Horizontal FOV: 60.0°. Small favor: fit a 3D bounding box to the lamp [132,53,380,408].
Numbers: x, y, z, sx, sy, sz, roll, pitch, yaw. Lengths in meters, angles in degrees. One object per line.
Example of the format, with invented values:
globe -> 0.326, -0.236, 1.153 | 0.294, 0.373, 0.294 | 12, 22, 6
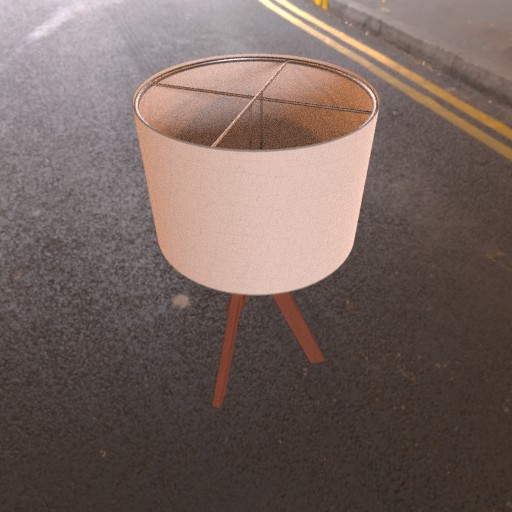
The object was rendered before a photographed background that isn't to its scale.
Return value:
lamp -> 0.000, 0.000, 0.921 | 0.380, 0.686, 0.380 | 13, 43, 14
